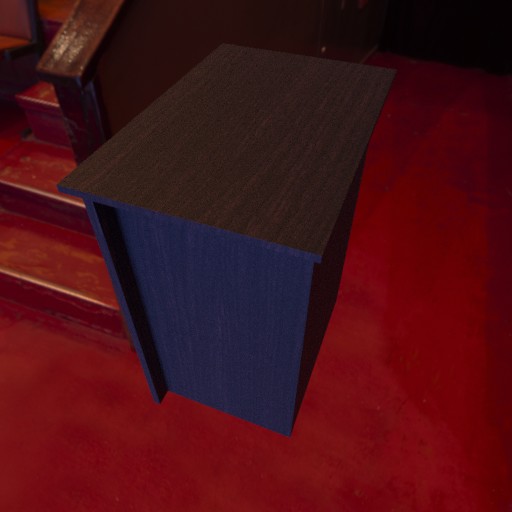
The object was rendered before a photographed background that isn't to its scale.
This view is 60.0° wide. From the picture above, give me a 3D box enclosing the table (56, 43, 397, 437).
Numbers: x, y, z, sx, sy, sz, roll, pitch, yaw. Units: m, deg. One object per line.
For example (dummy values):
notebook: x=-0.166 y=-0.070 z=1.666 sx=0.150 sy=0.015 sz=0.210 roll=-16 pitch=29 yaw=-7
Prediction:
table: x=0.000 y=0.000 z=1.046 sx=0.406 sy=0.711 sz=0.591 roll=16 pitch=48 yaw=15
